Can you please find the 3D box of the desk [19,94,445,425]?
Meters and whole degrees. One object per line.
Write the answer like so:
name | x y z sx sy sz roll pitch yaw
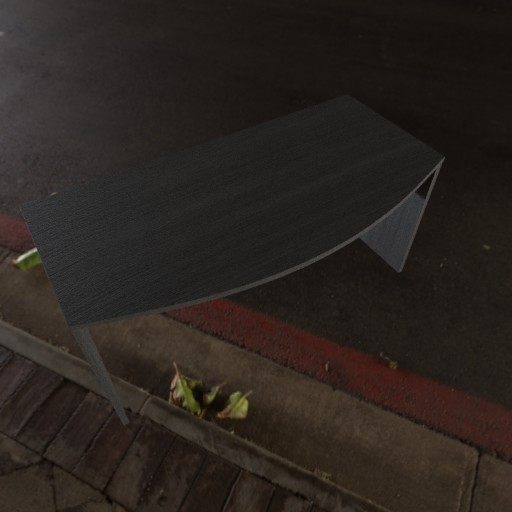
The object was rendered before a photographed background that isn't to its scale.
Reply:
desk | 0.000 0.000 2.002 1.600 0.750 0.802 -25 52 -21
